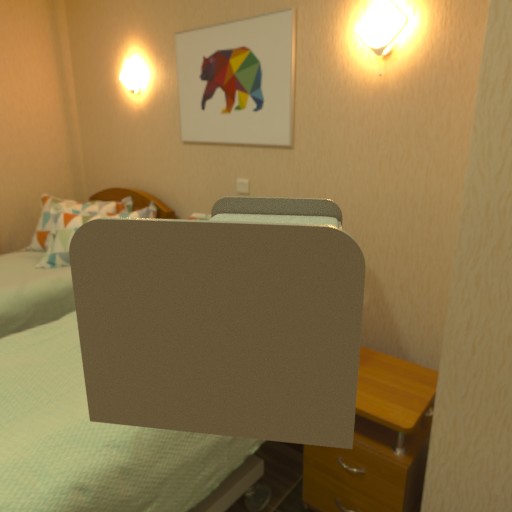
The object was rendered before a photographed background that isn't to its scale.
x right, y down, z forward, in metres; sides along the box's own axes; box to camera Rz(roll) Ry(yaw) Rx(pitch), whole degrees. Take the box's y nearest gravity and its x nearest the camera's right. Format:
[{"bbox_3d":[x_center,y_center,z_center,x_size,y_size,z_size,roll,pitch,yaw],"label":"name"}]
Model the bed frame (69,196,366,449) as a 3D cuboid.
[{"bbox_3d":[0.000,0.000,2.457,0.998,0.805,1.963,3,17,8],"label":"bed frame"}]
